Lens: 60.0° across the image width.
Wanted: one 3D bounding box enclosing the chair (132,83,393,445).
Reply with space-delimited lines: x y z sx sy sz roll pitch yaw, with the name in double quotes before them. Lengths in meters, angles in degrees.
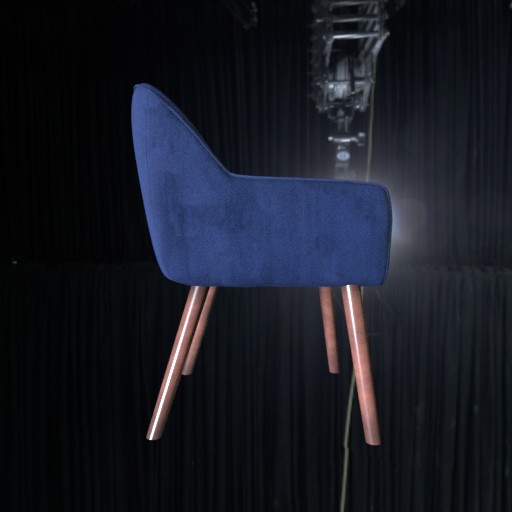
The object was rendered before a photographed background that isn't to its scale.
"chair" 0.000 0.000 1.247 0.600 0.820 0.600 0 3 0
